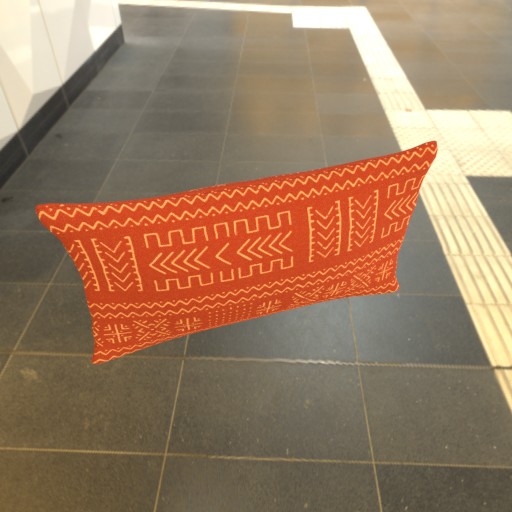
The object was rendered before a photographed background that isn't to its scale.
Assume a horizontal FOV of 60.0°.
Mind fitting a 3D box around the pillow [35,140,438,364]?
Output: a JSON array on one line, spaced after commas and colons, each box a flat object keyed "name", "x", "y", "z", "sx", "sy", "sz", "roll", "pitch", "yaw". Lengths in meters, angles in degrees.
[{"name": "pillow", "x": 0.000, "y": 0.000, "z": 0.783, "sx": 0.640, "sy": 0.352, "sz": 0.130, "roll": -12, "pitch": 43, "yaw": -13}]
